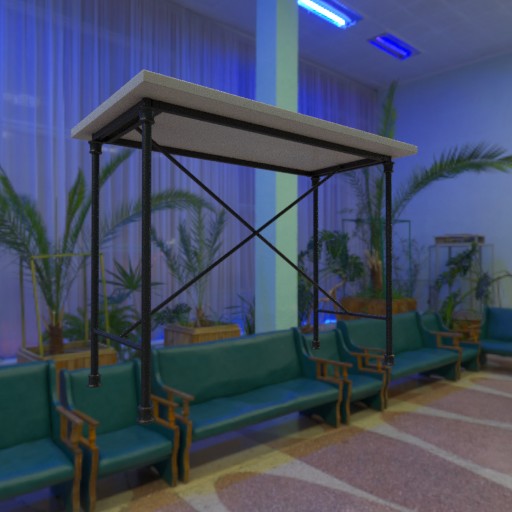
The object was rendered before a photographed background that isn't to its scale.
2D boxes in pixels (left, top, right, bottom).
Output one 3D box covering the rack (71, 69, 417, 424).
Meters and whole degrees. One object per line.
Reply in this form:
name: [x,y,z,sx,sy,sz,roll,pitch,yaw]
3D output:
rack: [0.000,0.000,1.653,1.159,0.880,0.613,1,-1,-38]
